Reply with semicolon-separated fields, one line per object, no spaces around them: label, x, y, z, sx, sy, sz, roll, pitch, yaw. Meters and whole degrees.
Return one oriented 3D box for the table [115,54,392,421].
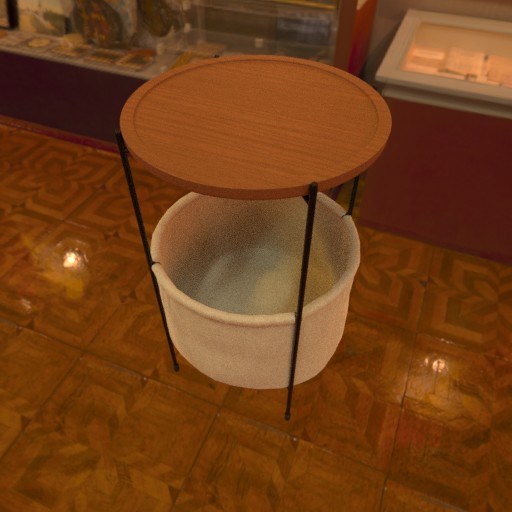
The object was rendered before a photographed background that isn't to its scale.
table;0.000;0.000;0.865;0.393;0.623;0.393;18;49;17
